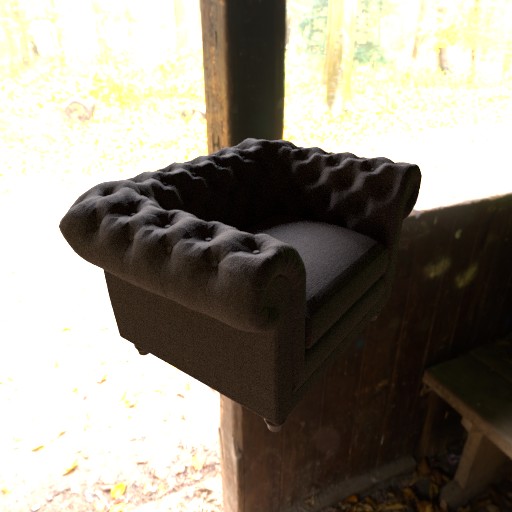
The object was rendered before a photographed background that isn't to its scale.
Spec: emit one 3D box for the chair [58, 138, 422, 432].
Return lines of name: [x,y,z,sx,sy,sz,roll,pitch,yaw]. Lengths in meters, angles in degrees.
chair: [0.000,0.000,1.915,0.945,0.780,1.298,18,32,32]
